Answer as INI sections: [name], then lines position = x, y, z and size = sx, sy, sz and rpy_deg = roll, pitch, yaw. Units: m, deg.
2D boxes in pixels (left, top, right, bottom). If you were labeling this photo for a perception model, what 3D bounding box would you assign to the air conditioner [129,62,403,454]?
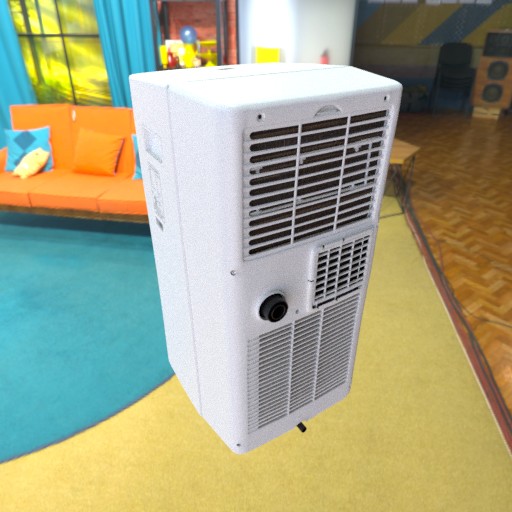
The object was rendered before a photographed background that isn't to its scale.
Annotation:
[air conditioner]
position = 0.000, 0.000, 0.777
size = 0.304, 0.606, 0.349
rpy_deg = -18, 35, -28
